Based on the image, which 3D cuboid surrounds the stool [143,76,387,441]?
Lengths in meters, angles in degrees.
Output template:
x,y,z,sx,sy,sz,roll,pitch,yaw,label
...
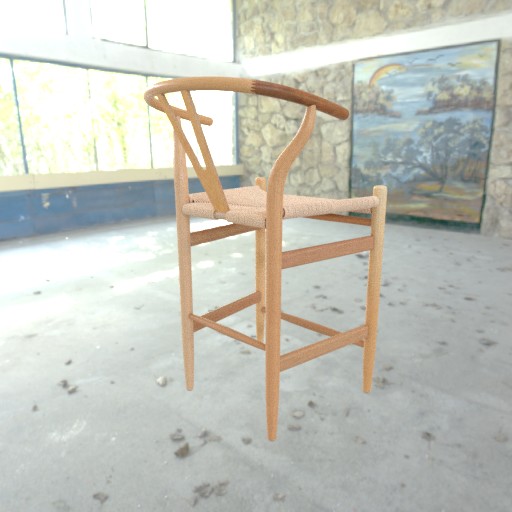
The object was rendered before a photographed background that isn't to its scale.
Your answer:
x,y,z,sx,sy,sz,roll,pitch,yaw,label
0.000,0.000,1.305,0.536,0.923,0.575,13,19,43,stool
